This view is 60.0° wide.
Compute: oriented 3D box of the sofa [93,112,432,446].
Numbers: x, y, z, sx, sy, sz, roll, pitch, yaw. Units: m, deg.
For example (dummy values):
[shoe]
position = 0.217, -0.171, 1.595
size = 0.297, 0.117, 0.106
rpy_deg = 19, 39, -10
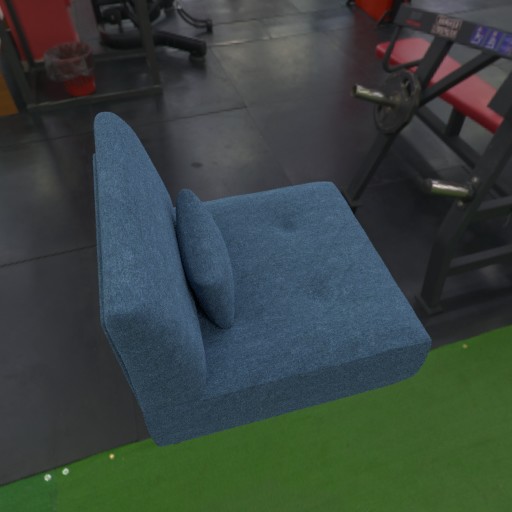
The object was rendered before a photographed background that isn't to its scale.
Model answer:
[sofa]
position = 0.000, 0.000, 1.635
size = 1.000, 0.820, 0.930
rpy_deg = -12, 49, -10
